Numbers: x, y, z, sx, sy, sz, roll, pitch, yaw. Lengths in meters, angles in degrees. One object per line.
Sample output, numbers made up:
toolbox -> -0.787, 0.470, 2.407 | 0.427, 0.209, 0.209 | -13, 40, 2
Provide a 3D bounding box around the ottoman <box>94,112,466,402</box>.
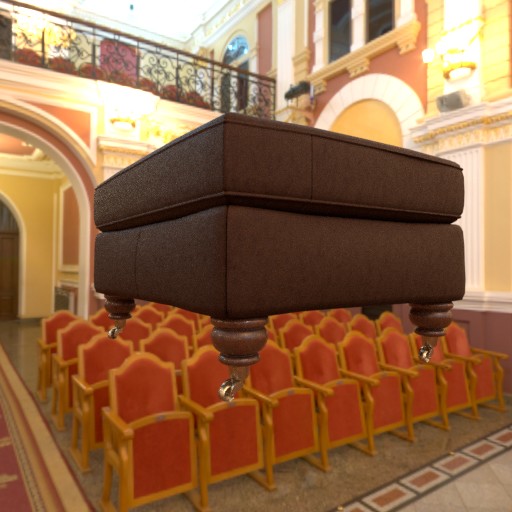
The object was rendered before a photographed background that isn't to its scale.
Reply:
ottoman -> 0.000, 0.000, 1.738 | 0.967, 0.730, 1.187 | 1, -1, -34
